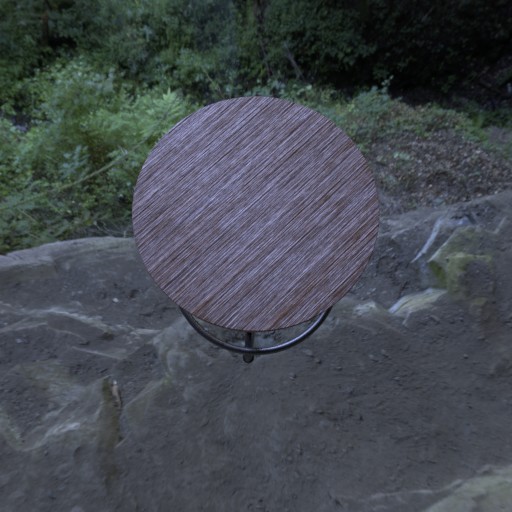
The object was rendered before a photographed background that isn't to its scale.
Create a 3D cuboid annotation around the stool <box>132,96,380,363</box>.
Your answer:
[{"bbox_3d":[0.000,0.000,0.921,0.439,0.609,0.439,5,77,1],"label":"stool"}]
